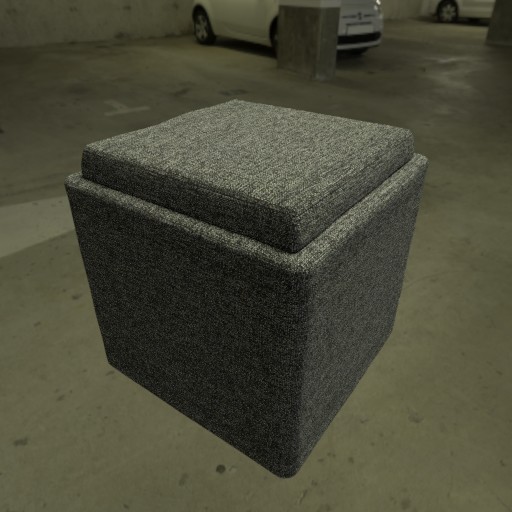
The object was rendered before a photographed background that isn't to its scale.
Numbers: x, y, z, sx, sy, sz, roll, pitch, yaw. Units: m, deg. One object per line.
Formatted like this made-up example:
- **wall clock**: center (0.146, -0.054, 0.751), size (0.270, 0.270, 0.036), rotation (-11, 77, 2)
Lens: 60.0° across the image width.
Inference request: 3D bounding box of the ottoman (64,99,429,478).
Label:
- **ottoman**: center (0.000, 0.000, 0.827), size (0.450, 0.463, 0.450), rotation (21, 38, 30)
